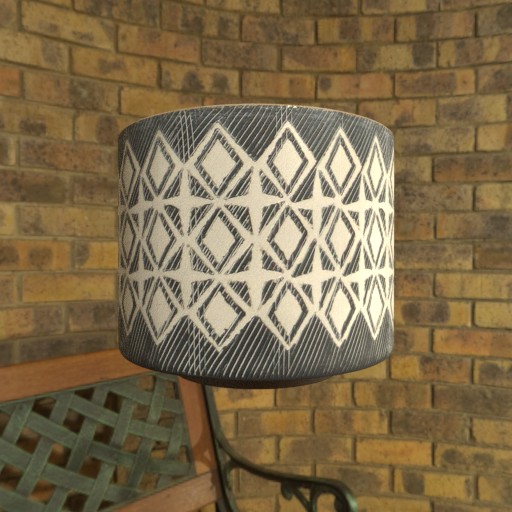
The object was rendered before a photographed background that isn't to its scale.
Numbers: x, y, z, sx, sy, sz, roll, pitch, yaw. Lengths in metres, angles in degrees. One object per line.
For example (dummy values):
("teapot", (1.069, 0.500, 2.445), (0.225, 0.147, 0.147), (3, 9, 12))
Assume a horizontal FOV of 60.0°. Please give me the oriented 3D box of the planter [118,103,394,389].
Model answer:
("planter", (0.000, 0.000, 0.213), (0.126, 0.104, 0.126), (0, 0, 0))
